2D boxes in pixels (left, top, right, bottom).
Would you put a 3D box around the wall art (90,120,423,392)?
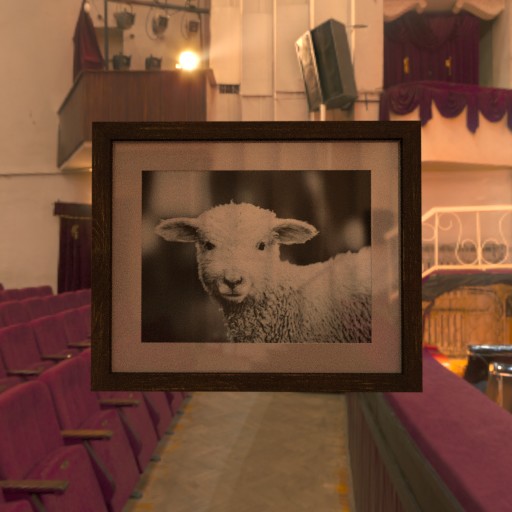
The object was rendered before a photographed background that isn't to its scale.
[{"bbox_3d":[0.000,0.000,0.764,0.558,0.457,0.032,0,-1,1],"label":"wall art"}]
